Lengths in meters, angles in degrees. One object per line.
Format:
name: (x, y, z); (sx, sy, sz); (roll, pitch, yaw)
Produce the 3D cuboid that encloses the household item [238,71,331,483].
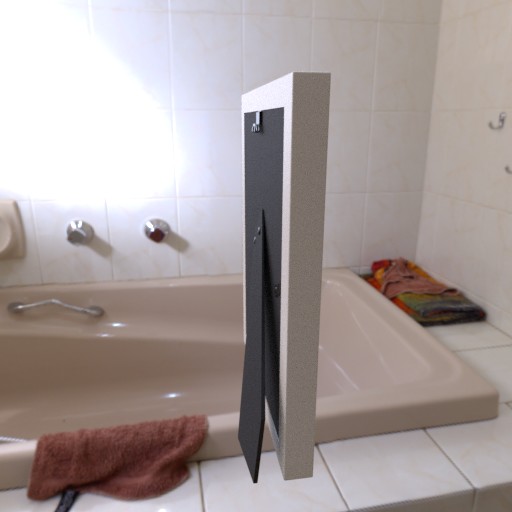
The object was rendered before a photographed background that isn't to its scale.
household item: (0.000, 0.000, 0.349); (0.045, 0.250, 0.200); (-3, 17, -9)
